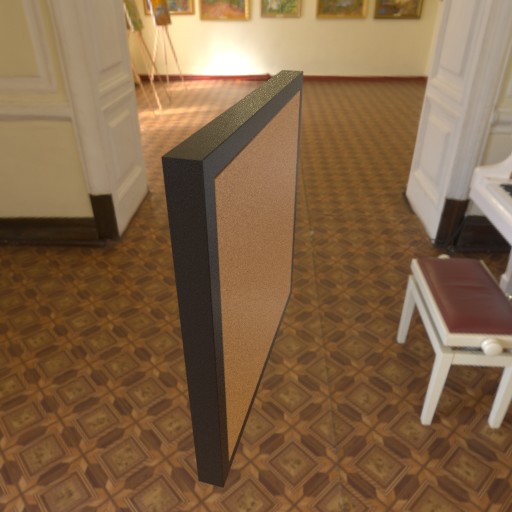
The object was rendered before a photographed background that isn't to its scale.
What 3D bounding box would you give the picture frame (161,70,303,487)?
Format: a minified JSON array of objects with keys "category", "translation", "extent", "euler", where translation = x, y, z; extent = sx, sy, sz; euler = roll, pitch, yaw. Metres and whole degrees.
[{"category":"picture frame","translation":[0.000,0.000,0.519],"extent":[0.029,0.353,0.355],"euler":[8,32,13]}]
